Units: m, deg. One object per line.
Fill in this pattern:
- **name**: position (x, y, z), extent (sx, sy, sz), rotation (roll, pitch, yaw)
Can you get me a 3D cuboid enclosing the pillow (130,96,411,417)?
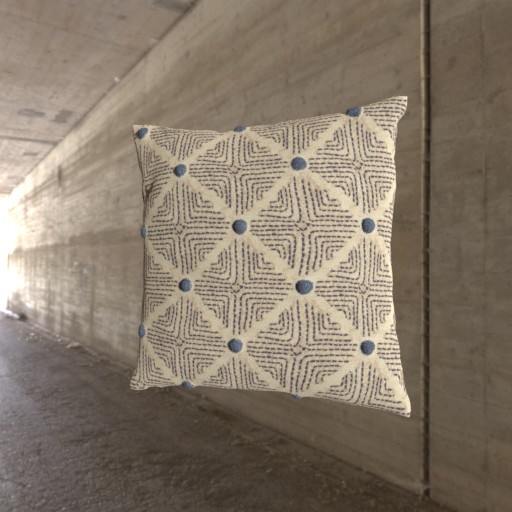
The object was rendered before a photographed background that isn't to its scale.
- **pillow**: position (0.000, 0.000, 0.776), extent (0.510, 0.510, 0.145), rotation (0, -1, 18)
